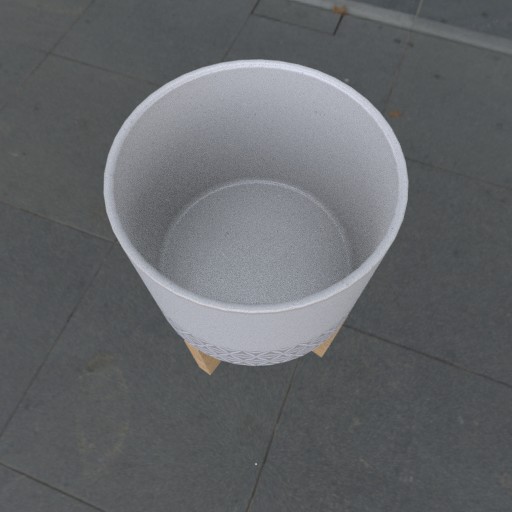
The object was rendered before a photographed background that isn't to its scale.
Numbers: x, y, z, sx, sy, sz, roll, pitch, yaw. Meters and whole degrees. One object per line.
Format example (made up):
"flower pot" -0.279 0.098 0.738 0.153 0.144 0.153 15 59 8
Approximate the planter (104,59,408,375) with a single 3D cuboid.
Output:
"planter" 0.000 0.000 0.519 0.249 0.343 0.249 0 65 0
